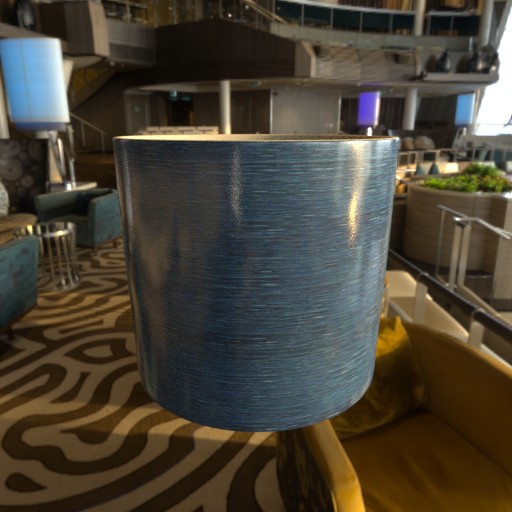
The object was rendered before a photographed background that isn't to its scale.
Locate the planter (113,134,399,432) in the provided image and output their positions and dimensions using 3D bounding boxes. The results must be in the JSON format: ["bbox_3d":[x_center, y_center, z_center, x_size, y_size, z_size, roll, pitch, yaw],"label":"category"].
[{"bbox_3d":[0.000,0.000,0.386,0.221,0.201,0.221,0,16,0],"label":"planter"}]
